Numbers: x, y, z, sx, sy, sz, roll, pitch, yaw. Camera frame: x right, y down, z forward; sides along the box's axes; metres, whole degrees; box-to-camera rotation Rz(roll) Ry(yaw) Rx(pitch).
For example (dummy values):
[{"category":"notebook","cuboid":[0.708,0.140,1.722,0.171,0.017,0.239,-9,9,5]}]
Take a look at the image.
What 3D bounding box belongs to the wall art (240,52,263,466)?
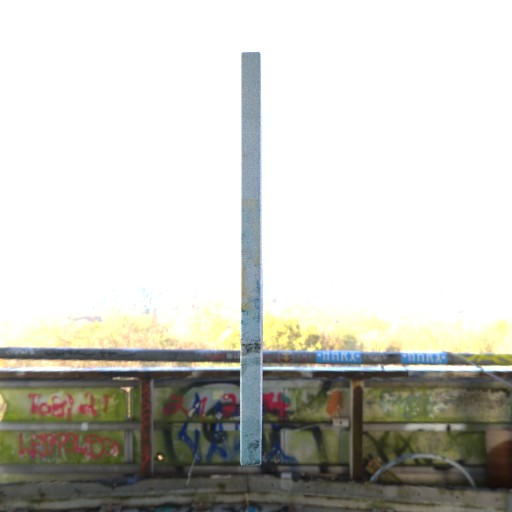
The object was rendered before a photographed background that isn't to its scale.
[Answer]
[{"category":"wall art","cuboid":[0.000,0.000,1.320,0.038,0.762,1.016,0,1,1]}]
